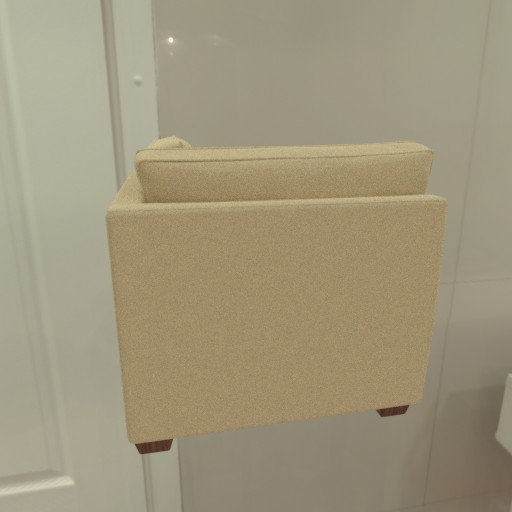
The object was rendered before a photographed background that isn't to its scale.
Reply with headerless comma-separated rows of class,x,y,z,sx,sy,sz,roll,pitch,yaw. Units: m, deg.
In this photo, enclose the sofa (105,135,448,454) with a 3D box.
sofa,0.000,0.000,1.929,1.084,1.002,1.146,-3,17,-11
